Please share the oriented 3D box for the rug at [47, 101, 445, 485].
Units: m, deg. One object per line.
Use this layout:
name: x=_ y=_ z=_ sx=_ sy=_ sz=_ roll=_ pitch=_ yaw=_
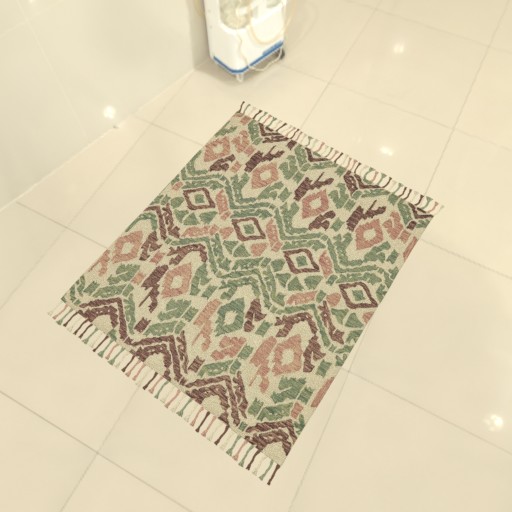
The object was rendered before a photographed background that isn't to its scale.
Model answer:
rug: x=0.000 y=0.000 z=4.137 sx=2.438 sy=0.010 sz=3.048 roll=32 pitch=68 yaw=14
